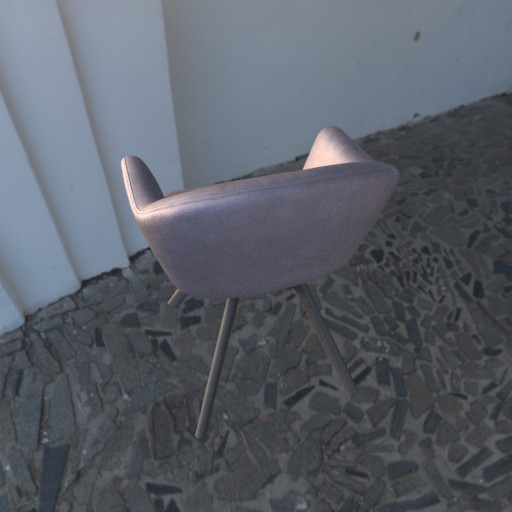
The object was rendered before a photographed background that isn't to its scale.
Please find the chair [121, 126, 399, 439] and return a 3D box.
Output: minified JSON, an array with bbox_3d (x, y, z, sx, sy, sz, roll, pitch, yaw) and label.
[{"bbox_3d":[0.000,0.000,1.143,0.567,0.781,0.544,-12,44,-12],"label":"chair"}]
